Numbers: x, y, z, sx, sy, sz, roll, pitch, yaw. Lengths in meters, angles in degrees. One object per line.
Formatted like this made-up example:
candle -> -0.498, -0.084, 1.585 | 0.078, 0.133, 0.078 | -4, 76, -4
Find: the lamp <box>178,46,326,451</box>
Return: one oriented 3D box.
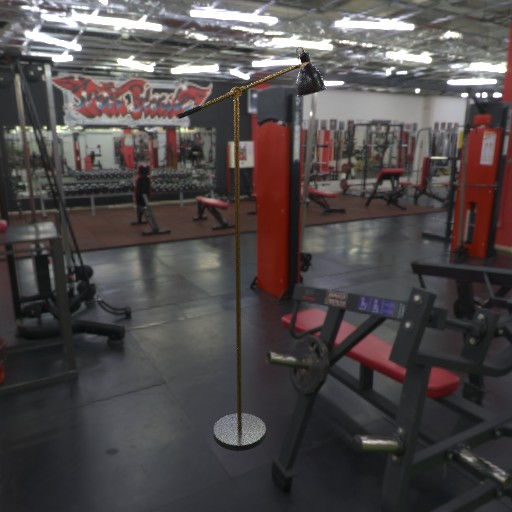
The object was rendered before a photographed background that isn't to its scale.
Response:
lamp -> 0.000, 0.000, 1.831 | 0.618, 1.628, 0.235 | -7, 16, -26
